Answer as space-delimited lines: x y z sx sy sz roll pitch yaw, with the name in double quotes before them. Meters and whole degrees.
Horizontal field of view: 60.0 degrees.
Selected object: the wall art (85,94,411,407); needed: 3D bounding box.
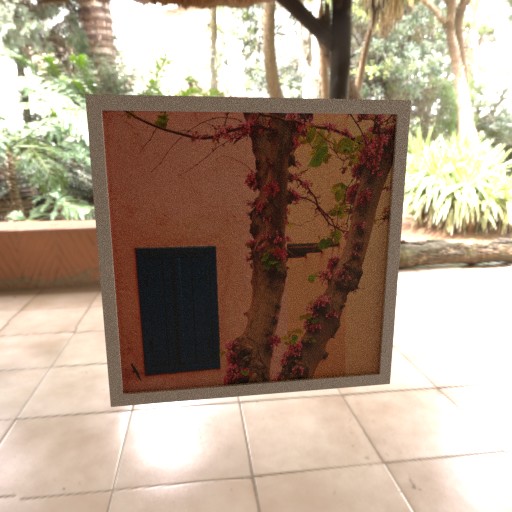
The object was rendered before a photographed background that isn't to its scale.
"wall art" 0.000 0.000 1.130 0.762 0.762 0.038 -2 13 -9
